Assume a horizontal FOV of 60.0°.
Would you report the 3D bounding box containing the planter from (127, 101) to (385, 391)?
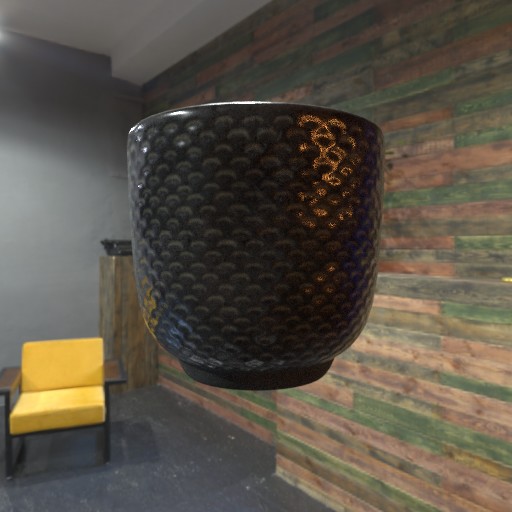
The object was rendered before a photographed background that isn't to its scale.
[{"bbox_3d":[0.000,0.000,0.250,0.140,0.129,0.140,0,1,0],"label":"planter"}]
